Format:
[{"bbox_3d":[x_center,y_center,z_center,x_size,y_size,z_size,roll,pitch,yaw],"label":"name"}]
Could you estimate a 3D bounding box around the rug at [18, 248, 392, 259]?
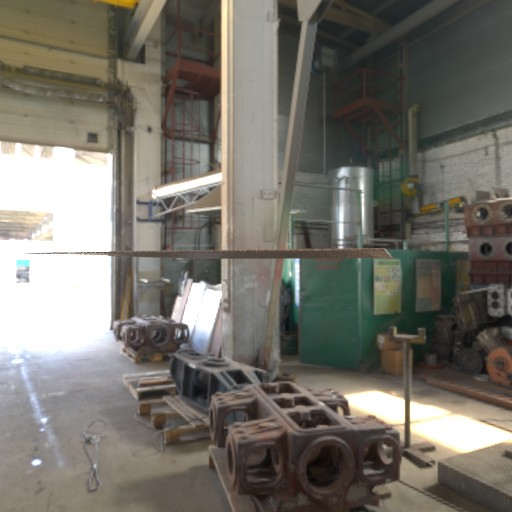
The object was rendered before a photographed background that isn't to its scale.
[{"bbox_3d":[0.000,0.000,4.222,2.448,0.013,3.205,0,-1,18],"label":"rug"}]
